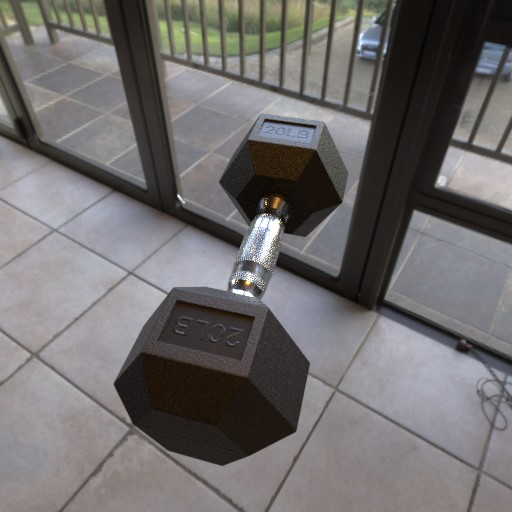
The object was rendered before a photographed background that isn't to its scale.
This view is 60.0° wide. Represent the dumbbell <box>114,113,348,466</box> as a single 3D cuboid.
[{"bbox_3d":[0.000,0.000,0.321,0.106,0.092,0.272,11,48,10],"label":"dumbbell"}]
